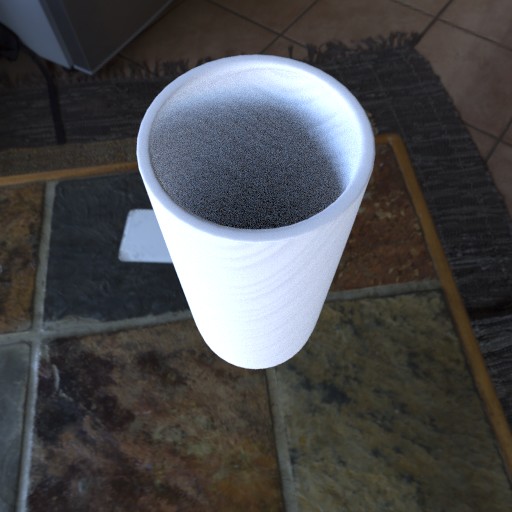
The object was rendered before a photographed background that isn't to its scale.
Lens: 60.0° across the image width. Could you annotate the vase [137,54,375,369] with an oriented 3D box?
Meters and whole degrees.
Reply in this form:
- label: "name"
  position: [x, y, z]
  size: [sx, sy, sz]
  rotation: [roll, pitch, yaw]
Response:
- label: "vase"
  position: [0.000, 0.000, 0.398]
  size: [0.143, 0.316, 0.143]
  rotation: [0, 64, 0]
